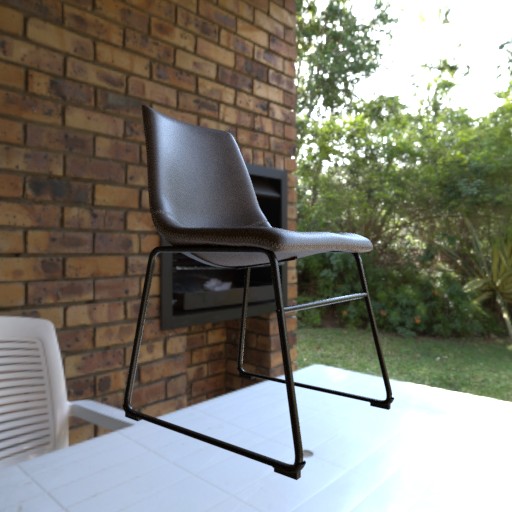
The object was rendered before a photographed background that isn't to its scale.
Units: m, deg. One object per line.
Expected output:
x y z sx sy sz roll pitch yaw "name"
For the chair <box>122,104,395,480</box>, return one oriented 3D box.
0.000 0.000 1.112 0.550 0.780 0.460 0 1 37 "chair"
